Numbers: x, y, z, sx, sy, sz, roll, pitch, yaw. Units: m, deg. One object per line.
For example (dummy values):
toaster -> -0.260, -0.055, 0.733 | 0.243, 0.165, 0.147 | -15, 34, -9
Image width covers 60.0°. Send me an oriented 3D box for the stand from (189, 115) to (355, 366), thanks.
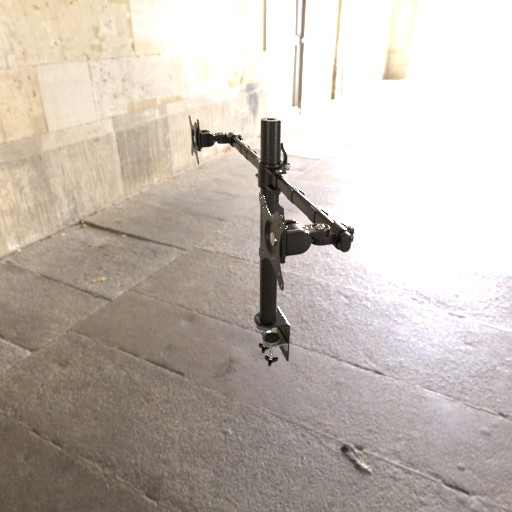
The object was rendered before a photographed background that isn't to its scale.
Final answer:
stand -> 0.000, 0.000, 1.010 | 0.150, 0.603, 0.743 | -8, 29, -15
